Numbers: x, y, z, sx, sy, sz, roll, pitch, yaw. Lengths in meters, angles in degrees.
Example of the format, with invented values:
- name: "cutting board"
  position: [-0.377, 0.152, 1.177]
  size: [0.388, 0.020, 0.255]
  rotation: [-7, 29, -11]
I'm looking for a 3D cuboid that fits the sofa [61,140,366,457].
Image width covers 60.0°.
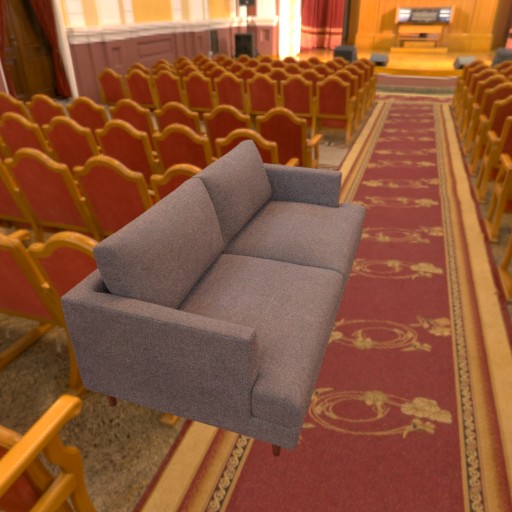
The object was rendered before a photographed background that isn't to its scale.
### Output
- name: "sofa"
  position: [0.000, 0.000, 2.535]
  size: [1.020, 0.868, 1.948]
  rotation: [10, 31, 17]
